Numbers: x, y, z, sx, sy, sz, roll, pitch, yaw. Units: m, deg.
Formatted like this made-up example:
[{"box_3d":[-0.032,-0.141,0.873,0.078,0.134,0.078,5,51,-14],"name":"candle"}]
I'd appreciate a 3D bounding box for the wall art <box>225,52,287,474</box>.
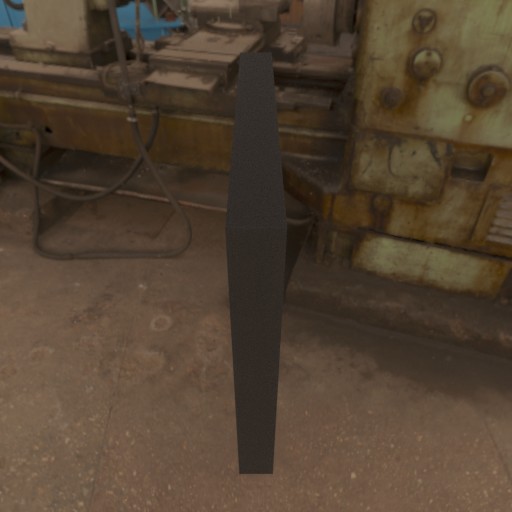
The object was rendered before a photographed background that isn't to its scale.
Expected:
[{"box_3d":[0.000,0.000,0.452,0.033,0.304,0.305,0,41,0],"name":"wall art"}]
